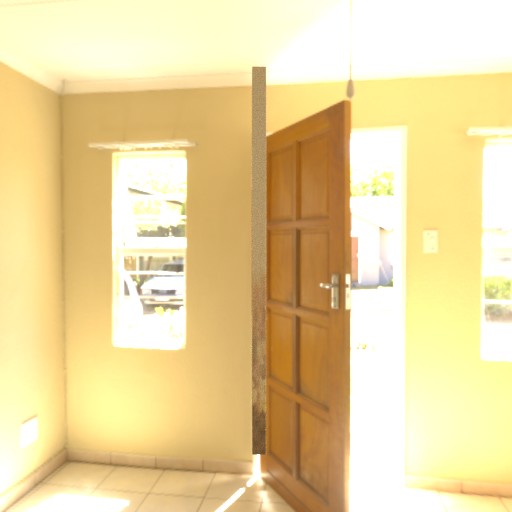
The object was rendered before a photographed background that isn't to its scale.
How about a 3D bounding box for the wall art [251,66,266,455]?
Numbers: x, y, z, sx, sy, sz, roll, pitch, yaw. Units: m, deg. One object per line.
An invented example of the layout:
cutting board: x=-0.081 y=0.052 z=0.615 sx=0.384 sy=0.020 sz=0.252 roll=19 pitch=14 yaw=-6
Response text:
wall art: x=0.000 y=0.000 z=1.914 sx=0.038 sy=1.012 sz=1.525 roll=0 pitch=1 yaw=-1
